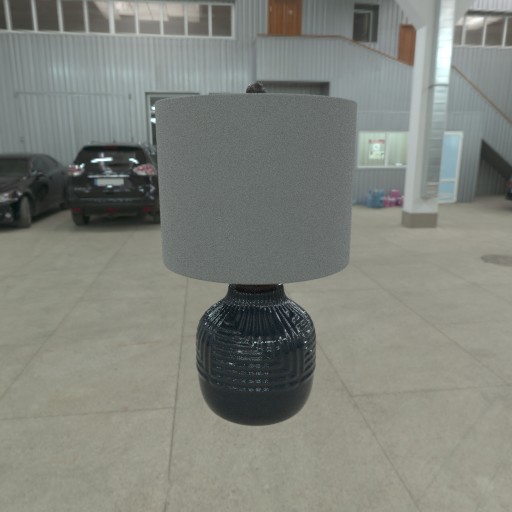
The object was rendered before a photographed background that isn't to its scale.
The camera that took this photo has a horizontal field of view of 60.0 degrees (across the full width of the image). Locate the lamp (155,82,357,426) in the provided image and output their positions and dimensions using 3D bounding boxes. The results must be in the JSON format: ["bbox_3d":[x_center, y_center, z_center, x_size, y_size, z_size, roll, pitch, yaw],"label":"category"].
[{"bbox_3d":[0.000,0.000,0.770,0.318,0.567,0.318,0,14,0],"label":"lamp"}]
